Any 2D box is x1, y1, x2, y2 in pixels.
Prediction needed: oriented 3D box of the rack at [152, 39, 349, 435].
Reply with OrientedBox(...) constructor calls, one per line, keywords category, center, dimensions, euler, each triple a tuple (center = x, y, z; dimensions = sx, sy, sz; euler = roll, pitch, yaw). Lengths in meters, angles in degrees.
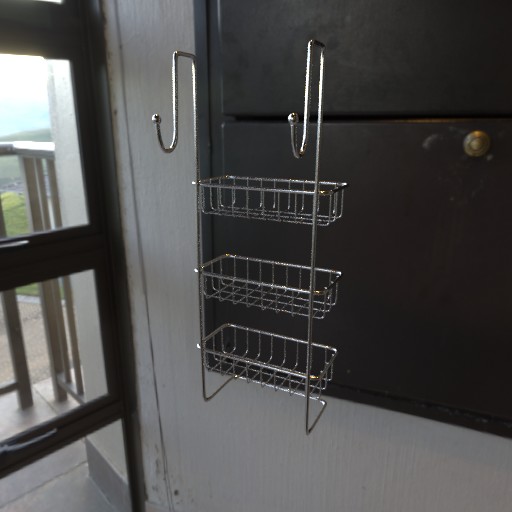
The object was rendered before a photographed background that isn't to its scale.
OrientedBox(category="rack", center=(0.000, 0.000, 0.674), dimensions=(0.228, 0.574, 0.202), euler=(8, 19, 26))
